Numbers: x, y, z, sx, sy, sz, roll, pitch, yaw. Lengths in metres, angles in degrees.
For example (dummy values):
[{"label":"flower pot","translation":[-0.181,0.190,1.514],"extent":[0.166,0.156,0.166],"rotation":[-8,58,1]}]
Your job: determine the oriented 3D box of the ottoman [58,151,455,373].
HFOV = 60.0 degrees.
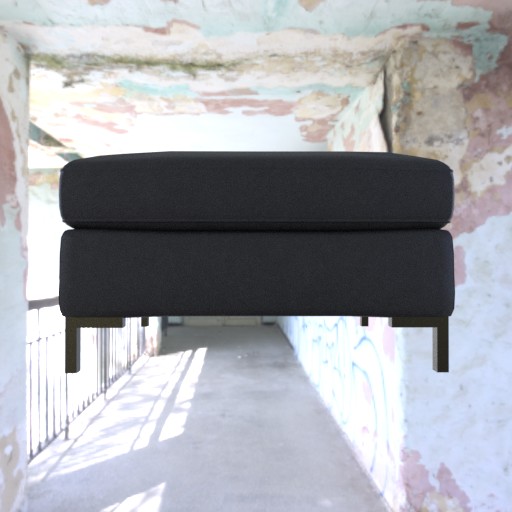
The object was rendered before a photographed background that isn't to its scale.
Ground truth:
[{"label":"ottoman","translation":[0.000,0.000,1.777],"extent":[1.187,0.696,0.967],"rotation":[0,0,-1]}]
